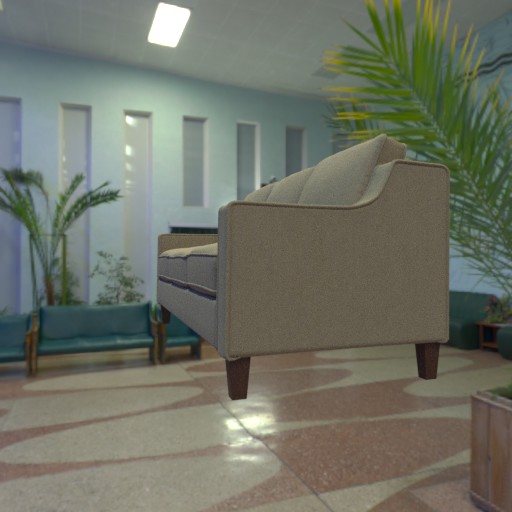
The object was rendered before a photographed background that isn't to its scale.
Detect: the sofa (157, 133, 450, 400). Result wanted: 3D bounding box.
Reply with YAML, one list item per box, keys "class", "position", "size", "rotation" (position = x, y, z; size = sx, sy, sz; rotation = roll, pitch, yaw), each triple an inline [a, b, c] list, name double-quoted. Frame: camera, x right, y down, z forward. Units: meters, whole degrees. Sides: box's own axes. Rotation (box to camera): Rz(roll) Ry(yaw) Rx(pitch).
- class: "sofa"
  position: [0.000, 0.000, 2.499]
  size: [0.911, 0.974, 1.986]
  rotation: [0, -1, -19]
